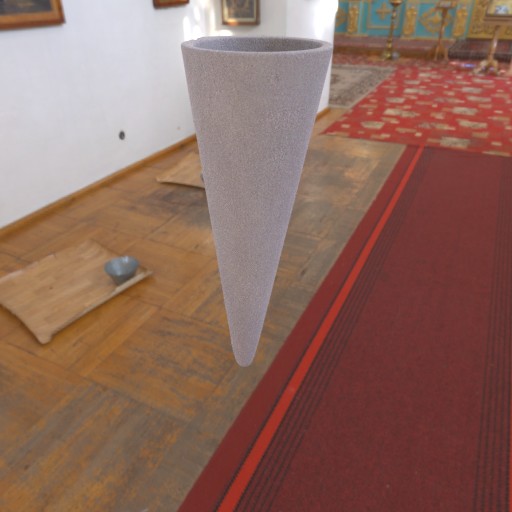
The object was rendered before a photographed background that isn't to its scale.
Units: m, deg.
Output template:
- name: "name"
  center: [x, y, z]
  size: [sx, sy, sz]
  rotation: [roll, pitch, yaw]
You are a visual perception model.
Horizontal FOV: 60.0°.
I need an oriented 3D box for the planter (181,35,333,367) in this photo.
- name: "planter"
  center: [0.000, 0.000, 0.297]
  size: [0.078, 0.259, 0.087]
  rotation: [-10, 32, -16]
